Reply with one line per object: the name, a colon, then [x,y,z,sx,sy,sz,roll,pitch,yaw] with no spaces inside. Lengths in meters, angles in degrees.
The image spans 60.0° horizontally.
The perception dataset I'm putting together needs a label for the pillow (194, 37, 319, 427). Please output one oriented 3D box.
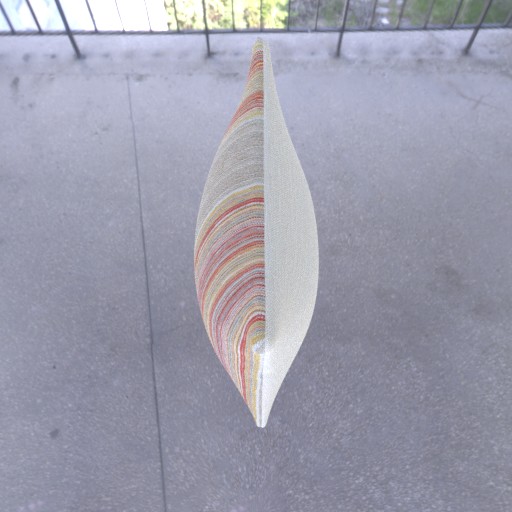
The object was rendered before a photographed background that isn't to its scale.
pillow: [0.000,0.000,0.693,0.191,0.449,0.451,0,59,0]
